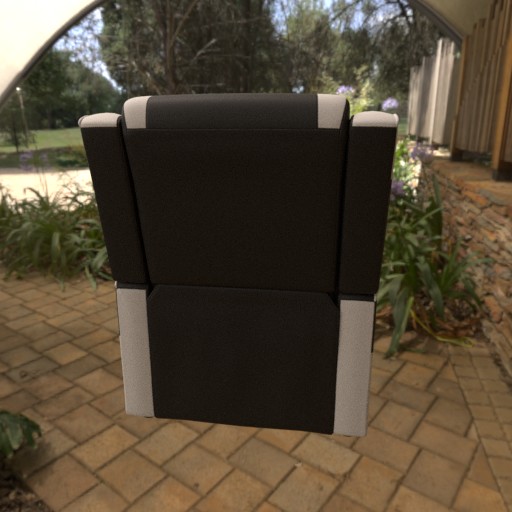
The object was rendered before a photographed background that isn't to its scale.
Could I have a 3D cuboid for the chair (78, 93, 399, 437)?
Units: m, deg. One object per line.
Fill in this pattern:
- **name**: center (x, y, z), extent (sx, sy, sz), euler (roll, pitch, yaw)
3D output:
- **chair**: center (0.000, 0.000, 1.232), extent (0.620, 0.805, 0.672), euler (2, 16, 8)
